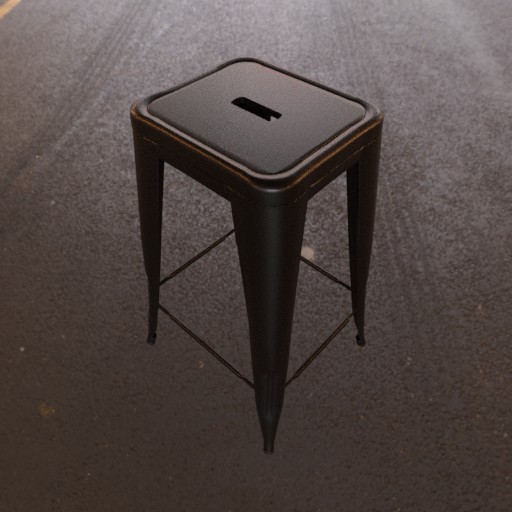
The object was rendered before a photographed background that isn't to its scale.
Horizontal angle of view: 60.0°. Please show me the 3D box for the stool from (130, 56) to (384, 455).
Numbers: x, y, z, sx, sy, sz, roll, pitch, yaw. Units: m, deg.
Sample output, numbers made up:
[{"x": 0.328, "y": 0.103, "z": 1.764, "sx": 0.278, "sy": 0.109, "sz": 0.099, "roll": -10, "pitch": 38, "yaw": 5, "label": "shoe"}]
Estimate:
[{"x": 0.000, "y": 0.000, "z": 0.839, "sx": 0.399, "sy": 0.609, "sz": 0.359, "roll": 33, "pitch": 55, "yaw": 27, "label": "stool"}]
